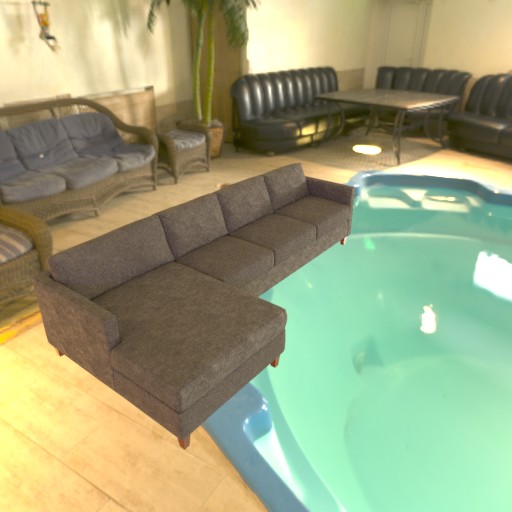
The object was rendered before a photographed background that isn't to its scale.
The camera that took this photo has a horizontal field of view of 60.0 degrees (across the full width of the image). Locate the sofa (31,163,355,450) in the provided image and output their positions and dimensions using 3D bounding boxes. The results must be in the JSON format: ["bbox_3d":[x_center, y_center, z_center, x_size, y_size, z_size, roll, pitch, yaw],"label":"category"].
[{"bbox_3d":[0.000,0.000,4.197,1.606,0.954,3.471,20,33,33],"label":"sofa"}]
